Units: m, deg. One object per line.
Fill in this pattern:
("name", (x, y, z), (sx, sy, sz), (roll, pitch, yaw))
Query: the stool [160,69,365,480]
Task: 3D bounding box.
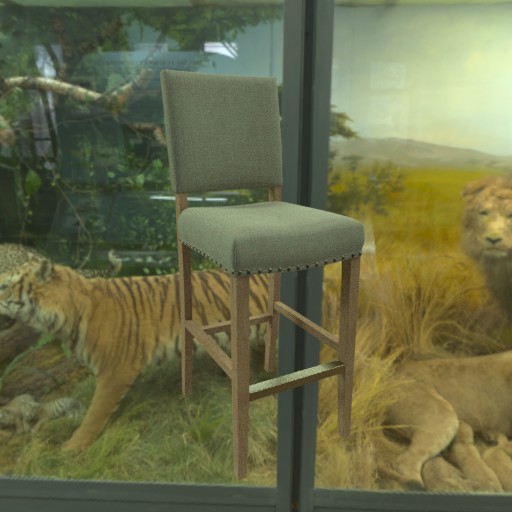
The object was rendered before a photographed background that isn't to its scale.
("stool", (0.000, 0.000, 1.499), (0.445, 1.203, 0.585), (-8, 17, -27))
